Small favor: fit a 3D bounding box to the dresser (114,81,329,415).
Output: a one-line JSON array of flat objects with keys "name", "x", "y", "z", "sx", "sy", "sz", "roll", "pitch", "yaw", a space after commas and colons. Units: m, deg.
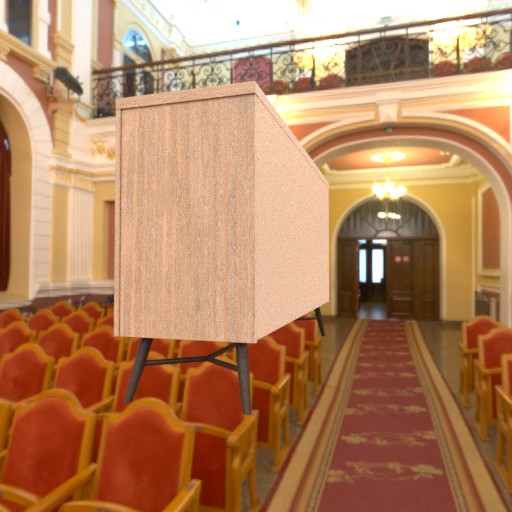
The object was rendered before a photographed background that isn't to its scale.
[{"name": "dresser", "x": 0.000, "y": 0.000, "z": 1.994, "sx": 0.457, "sy": 0.914, "sz": 1.524, "roll": 0, "pitch": -2, "yaw": 17}]
